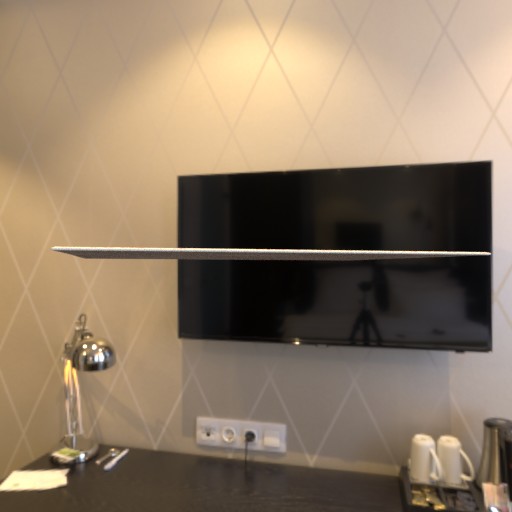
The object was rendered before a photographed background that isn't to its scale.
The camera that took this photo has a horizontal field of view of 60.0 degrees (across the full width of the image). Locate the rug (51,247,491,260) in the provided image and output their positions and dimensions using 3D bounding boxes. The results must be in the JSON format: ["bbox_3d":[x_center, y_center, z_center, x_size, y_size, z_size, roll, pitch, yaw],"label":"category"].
[{"bbox_3d":[0.000,0.000,2.865,2.202,0.014,1.598,0,-2,-17],"label":"rug"}]
